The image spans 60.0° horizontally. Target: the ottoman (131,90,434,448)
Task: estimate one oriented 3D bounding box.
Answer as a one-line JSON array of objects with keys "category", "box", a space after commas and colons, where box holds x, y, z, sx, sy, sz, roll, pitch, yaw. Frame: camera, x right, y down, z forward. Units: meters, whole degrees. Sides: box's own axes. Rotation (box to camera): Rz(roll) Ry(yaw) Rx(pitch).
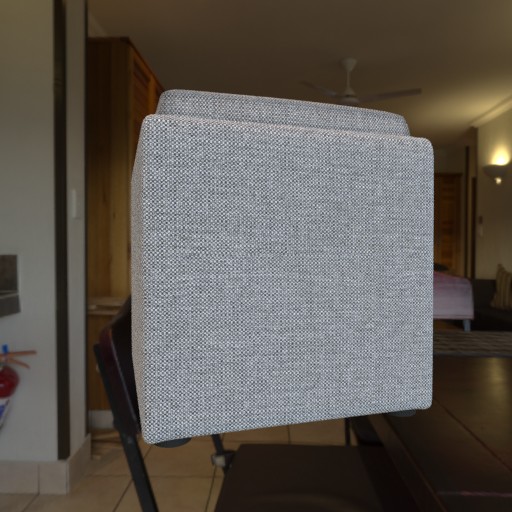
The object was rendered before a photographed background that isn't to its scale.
[{"category": "ottoman", "box": [0.000, 0.000, 0.827, 0.436, 0.487, 0.454, 0, 1, -17]}]
